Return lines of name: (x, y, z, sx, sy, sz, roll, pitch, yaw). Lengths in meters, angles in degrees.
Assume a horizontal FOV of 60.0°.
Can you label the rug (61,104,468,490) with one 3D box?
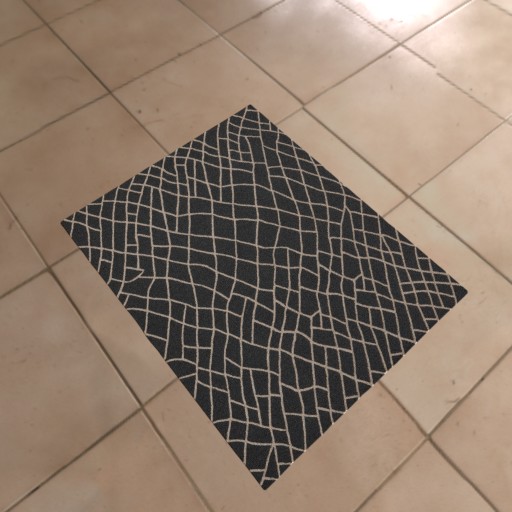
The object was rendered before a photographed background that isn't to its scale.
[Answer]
rug: (0.000, 0.000, 4.147, 2.439, 0.022, 3.047, -37, 68, -17)
